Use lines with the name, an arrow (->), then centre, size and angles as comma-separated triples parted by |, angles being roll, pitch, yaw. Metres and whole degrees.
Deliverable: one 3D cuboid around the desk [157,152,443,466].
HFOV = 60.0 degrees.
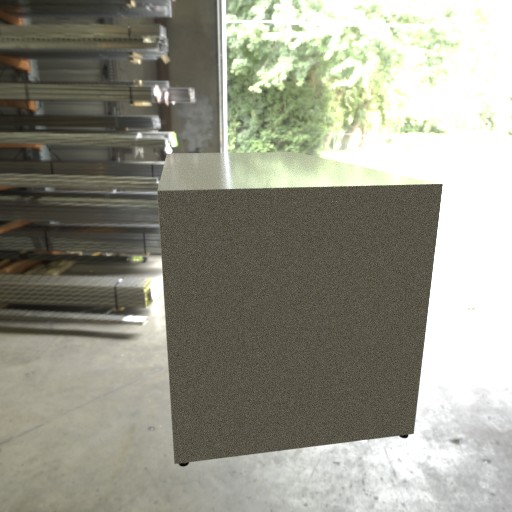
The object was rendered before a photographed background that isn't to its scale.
desk -> 0.000, 0.000, 1.799 | 0.690, 0.740, 1.400 | -3, 17, -10
